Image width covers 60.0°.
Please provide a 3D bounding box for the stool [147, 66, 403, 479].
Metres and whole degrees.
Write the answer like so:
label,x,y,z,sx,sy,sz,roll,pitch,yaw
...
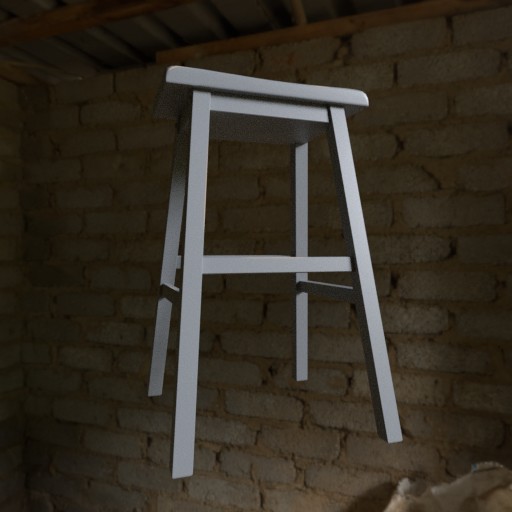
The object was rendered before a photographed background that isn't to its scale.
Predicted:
label,x,y,z,sx,sy,sz,roll,pitch,yaw
stool,0.000,0.000,1.033,0.457,0.737,0.476,0,1,-19
